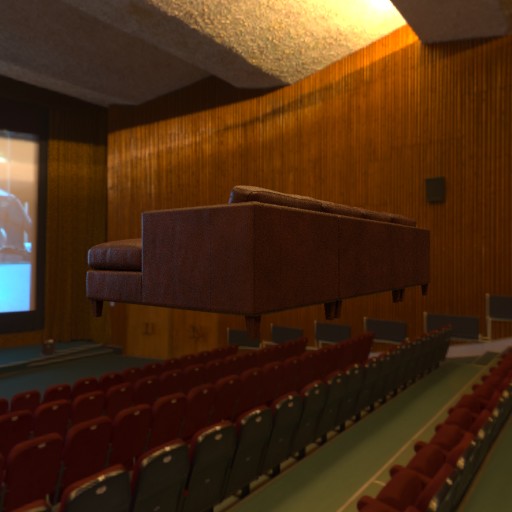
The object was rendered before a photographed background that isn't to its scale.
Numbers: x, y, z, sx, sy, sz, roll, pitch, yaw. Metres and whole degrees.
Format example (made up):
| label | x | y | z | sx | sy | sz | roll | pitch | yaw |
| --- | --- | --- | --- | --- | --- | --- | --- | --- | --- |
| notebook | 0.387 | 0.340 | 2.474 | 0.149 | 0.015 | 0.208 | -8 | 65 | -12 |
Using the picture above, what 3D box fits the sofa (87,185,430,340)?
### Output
| label | x | y | z | sx | sy | sz | roll | pitch | yaw |
| --- | --- | --- | --- | --- | --- | --- | --- | --- | --- |
| sofa | 0.000 | 0.000 | 4.406 | 2.452 | 0.891 | 3.324 | 0 | 0 | 37 |
